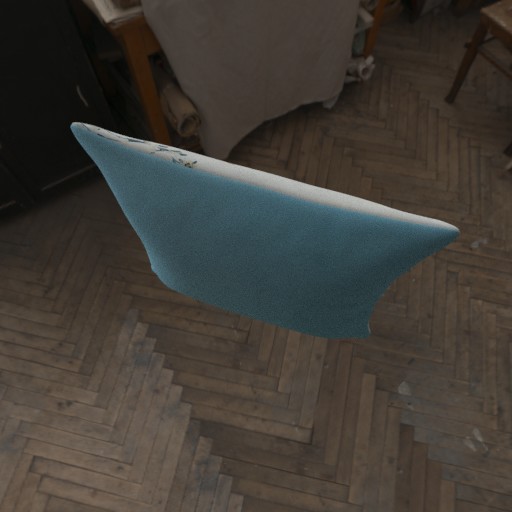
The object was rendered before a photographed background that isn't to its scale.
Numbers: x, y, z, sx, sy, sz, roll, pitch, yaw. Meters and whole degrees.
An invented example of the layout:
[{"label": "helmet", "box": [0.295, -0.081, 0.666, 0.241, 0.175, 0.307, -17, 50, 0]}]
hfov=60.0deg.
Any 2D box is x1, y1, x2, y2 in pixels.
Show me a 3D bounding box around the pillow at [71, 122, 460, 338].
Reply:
[{"label": "pillow", "box": [0.000, 0.000, 0.794, 0.526, 0.507, 0.166, 17, 66, 8]}]
